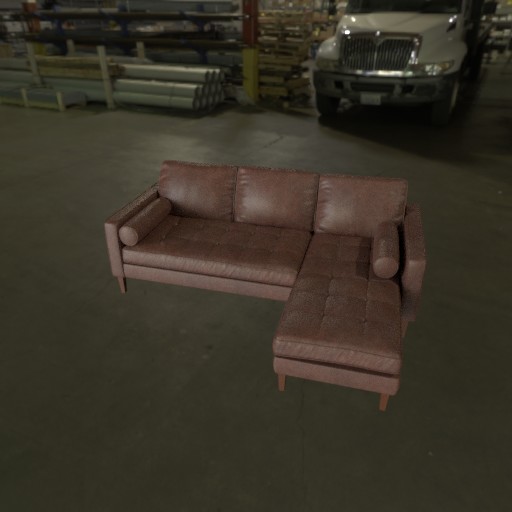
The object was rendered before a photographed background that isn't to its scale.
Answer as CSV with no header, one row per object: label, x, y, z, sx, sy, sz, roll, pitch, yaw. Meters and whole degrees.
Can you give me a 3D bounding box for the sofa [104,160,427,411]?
sofa,0.000,0.000,3.034,2.185,0.841,1.613,7,30,13
